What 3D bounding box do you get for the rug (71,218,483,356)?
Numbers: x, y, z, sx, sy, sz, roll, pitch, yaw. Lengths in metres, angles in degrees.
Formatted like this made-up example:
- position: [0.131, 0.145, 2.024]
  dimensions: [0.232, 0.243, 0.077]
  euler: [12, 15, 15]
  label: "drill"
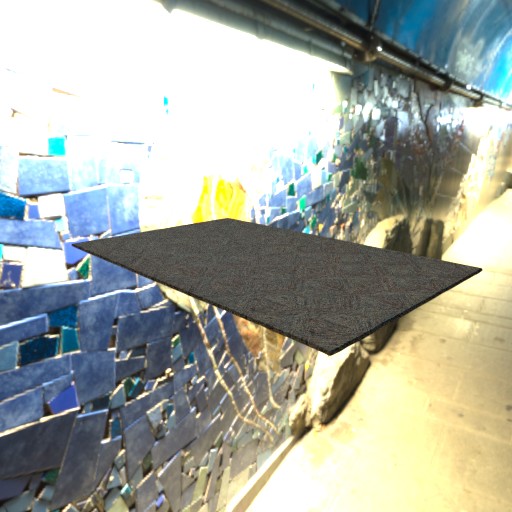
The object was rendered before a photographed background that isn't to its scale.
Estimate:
- position: [0.000, 0.000, 2.212]
  dimensions: [1.143, 0.014, 1.761]
  euler: [-15, 21, -42]
  label: "rug"
